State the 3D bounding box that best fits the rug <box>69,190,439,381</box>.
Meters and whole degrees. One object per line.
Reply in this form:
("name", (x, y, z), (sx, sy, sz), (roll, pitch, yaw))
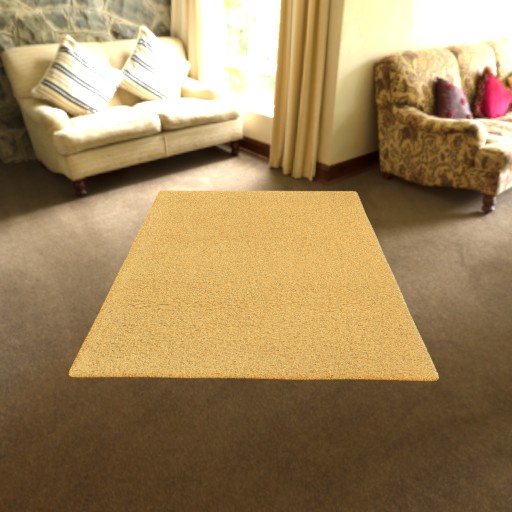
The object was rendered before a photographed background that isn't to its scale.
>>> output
("rug", (0.000, 0.000, 4.193), (2.438, 0.029, 3.047), (0, 32, 1))
